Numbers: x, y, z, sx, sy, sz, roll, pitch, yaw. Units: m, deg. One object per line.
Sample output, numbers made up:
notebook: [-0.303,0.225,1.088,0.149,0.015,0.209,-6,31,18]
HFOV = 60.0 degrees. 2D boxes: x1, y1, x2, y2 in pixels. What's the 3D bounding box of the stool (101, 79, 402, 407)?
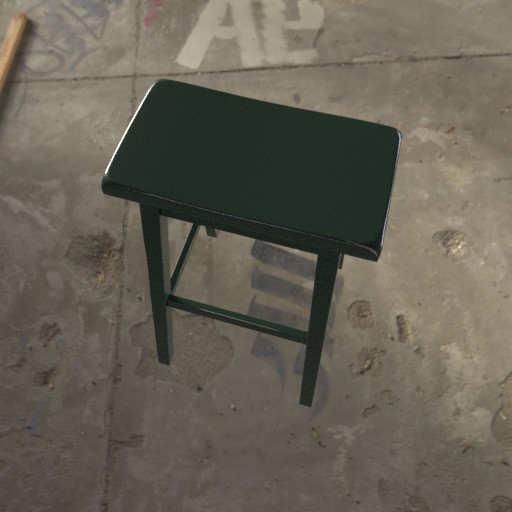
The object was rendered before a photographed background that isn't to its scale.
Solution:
stool: [0.000,0.000,1.042,0.457,0.737,0.476,14,64,7]
